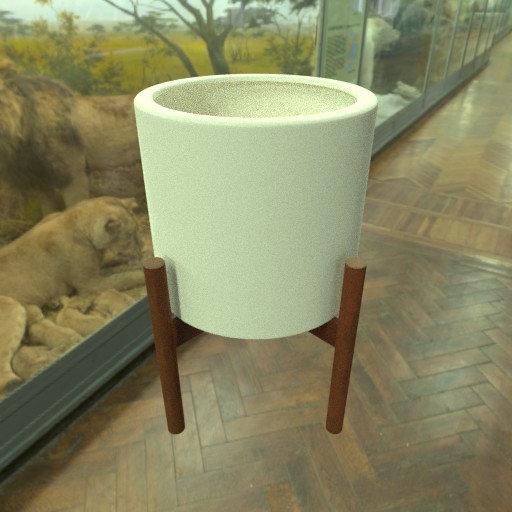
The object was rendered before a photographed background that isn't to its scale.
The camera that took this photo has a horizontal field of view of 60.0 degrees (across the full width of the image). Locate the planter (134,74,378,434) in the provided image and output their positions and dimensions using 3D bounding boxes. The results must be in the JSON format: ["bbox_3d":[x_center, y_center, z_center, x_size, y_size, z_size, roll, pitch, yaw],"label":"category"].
[{"bbox_3d":[0.000,0.000,0.507,0.224,0.358,0.224,0,31,0],"label":"planter"}]
